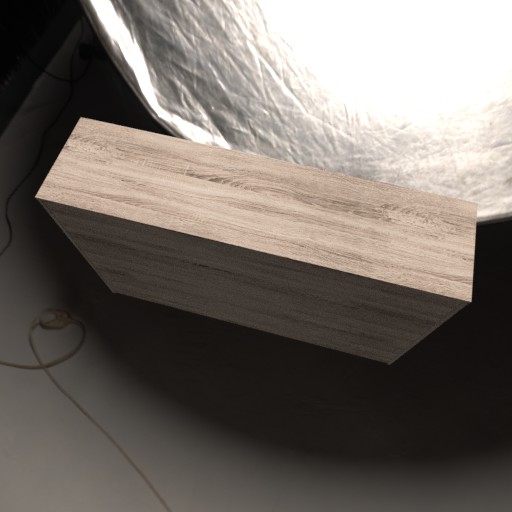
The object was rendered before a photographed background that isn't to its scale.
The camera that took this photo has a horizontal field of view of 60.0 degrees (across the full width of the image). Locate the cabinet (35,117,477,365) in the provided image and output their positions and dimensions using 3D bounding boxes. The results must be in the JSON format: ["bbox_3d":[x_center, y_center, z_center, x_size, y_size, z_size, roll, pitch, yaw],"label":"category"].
[{"bbox_3d":[0.000,0.000,1.905,1.450,0.900,0.380,14,65,6],"label":"cabinet"}]
